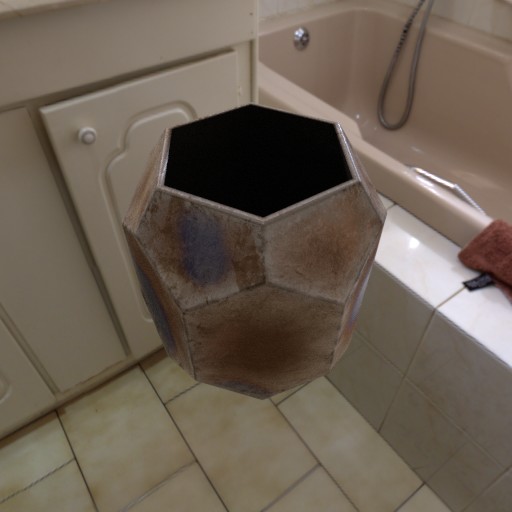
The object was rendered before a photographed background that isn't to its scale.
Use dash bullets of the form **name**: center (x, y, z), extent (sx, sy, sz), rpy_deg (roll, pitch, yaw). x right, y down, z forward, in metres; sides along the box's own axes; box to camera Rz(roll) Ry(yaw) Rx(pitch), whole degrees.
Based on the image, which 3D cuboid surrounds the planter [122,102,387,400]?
- **planter**: center (0.000, 0.000, 0.441), extent (0.221, 0.238, 0.243), rpy_deg (-25, 51, -23)
